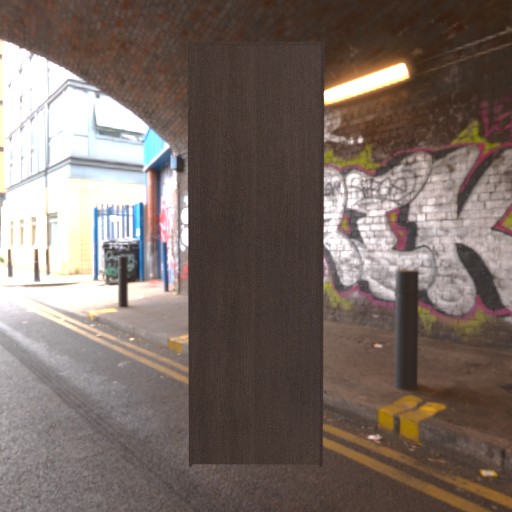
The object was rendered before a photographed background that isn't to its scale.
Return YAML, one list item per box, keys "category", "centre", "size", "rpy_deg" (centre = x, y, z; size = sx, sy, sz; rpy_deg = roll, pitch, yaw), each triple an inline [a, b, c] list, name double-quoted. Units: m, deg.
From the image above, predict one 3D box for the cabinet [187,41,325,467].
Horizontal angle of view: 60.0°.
- category: "cabinet"
  centre: [0.000, 0.000, 1.826]
  size: [0.520, 1.630, 0.255]
  rpy_deg: [0, 2, 0]
